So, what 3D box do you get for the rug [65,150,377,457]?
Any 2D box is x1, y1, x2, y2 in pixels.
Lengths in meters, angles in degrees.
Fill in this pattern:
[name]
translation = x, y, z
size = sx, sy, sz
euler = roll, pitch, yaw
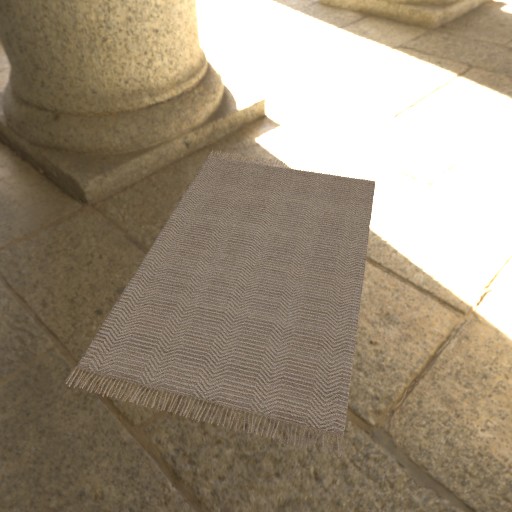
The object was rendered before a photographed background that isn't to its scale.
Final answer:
[rug]
translation = 0.000, 0.000, 3.164
size = 1.528, 0.034, 2.523
euler = 11, 46, 11
